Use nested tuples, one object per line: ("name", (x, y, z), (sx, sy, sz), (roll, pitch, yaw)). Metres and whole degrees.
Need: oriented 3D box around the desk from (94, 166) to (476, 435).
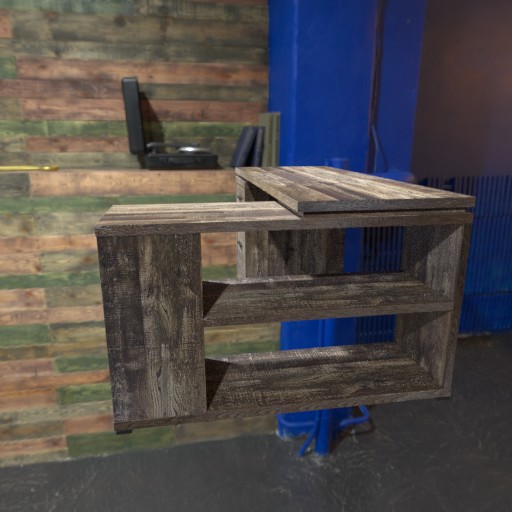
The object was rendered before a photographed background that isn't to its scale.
("desk", (0.000, 0.000, 2.175), (1.200, 0.753, 1.524), (-3, 15, -9))
